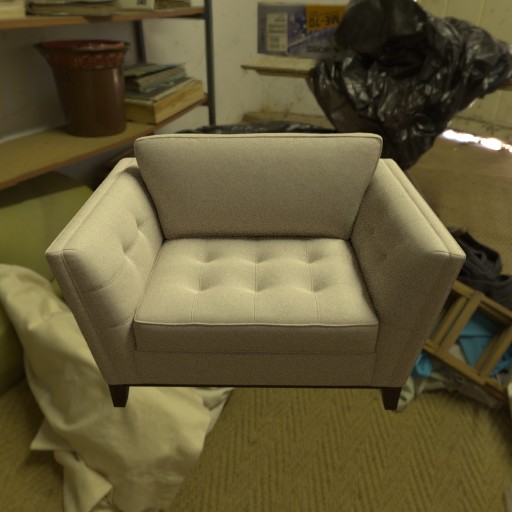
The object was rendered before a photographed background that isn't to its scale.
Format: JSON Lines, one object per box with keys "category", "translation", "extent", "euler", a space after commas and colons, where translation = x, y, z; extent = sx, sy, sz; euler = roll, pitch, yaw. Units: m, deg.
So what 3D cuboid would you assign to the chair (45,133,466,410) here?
{"category": "chair", "translation": [0.000, 0.000, 2.016], "extent": [1.397, 0.940, 0.965], "euler": [0, 32, 1]}
